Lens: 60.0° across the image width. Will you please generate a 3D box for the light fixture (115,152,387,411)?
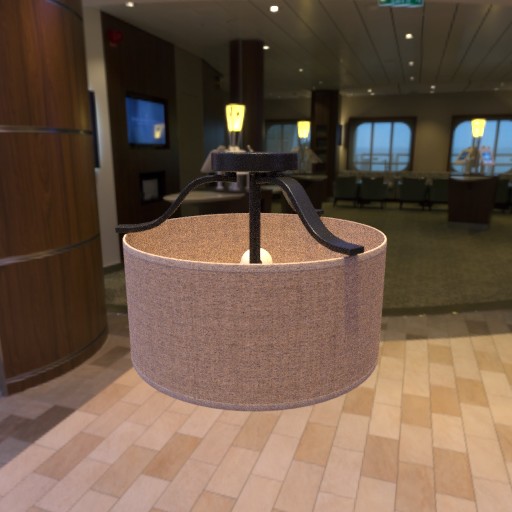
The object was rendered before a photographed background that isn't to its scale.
[{"bbox_3d":[0.000,0.000,0.672,0.390,0.306,0.390,0,14,0],"label":"light fixture"}]
